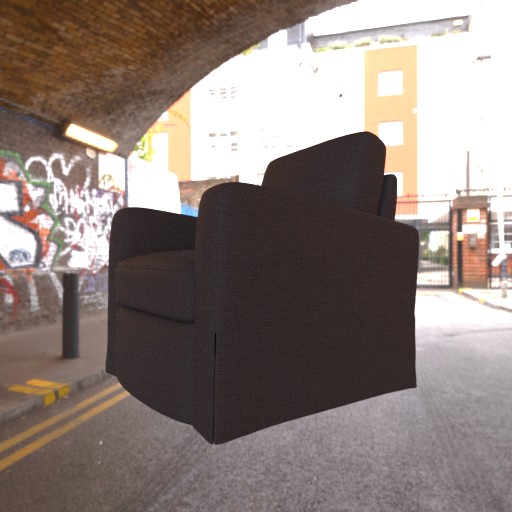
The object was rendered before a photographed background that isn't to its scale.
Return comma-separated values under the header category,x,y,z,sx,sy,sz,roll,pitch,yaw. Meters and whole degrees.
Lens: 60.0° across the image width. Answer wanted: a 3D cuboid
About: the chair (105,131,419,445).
category,x,y,z,sx,sy,sz,roll,pitch,yaw
chair,0.000,0.000,1.540,0.863,0.855,0.798,0,0,-36
